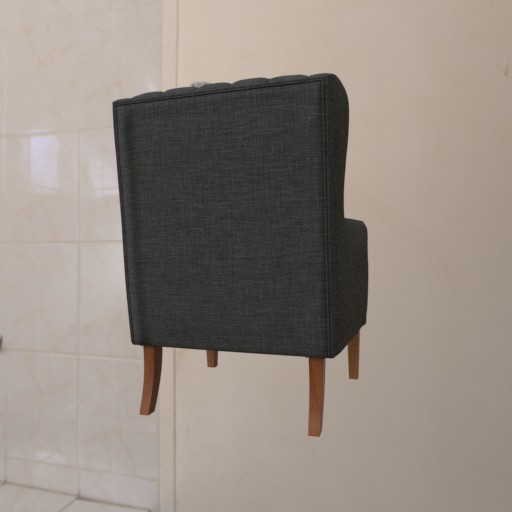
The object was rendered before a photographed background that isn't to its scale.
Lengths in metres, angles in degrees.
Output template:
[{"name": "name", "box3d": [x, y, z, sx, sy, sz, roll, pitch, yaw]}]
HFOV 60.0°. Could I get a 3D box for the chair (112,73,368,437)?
[{"name": "chair", "box3d": [0.000, 0.000, 1.520, 0.711, 0.953, 0.775, 0, 0, 18]}]
